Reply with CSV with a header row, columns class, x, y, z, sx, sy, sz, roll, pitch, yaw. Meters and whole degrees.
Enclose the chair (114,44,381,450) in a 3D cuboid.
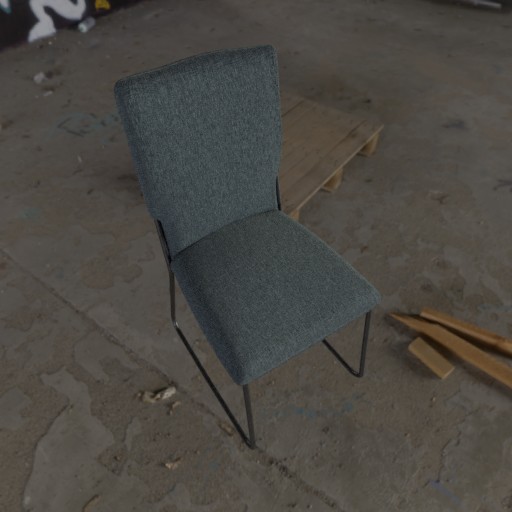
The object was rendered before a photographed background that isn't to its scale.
class,x,y,z,sx,sy,sz,roll,pitch,yaw
chair,0.000,0.000,1.265,0.480,0.931,0.635,-25,51,-22
